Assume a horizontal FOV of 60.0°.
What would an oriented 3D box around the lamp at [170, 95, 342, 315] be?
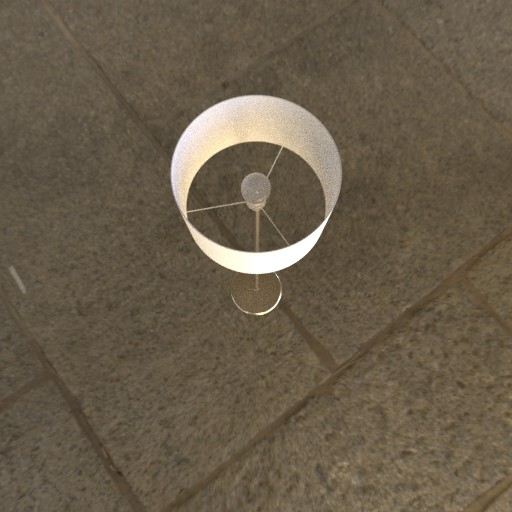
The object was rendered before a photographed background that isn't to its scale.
[{"bbox_3d":[0.000,0.000,1.598,0.347,1.443,0.347,23,77,5],"label":"lamp"}]
